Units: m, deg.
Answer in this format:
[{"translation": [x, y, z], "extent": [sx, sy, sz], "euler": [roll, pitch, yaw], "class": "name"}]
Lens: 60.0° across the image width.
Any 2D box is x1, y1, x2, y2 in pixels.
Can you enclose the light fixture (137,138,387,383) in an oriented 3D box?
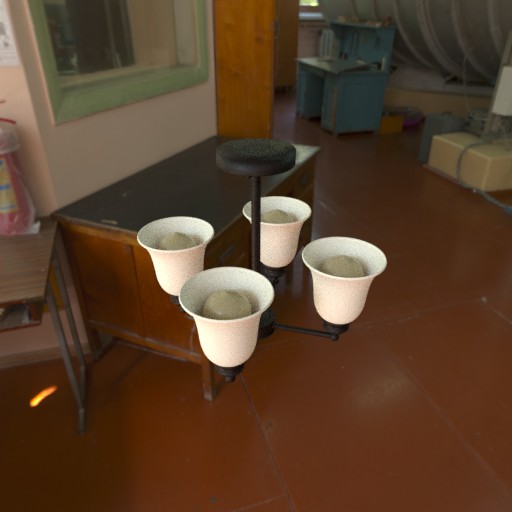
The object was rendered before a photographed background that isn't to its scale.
[{"translation": [0.000, 0.000, 1.893], "extent": [1.069, 0.925, 1.069], "euler": [8, 31, 14], "class": "light fixture"}]
